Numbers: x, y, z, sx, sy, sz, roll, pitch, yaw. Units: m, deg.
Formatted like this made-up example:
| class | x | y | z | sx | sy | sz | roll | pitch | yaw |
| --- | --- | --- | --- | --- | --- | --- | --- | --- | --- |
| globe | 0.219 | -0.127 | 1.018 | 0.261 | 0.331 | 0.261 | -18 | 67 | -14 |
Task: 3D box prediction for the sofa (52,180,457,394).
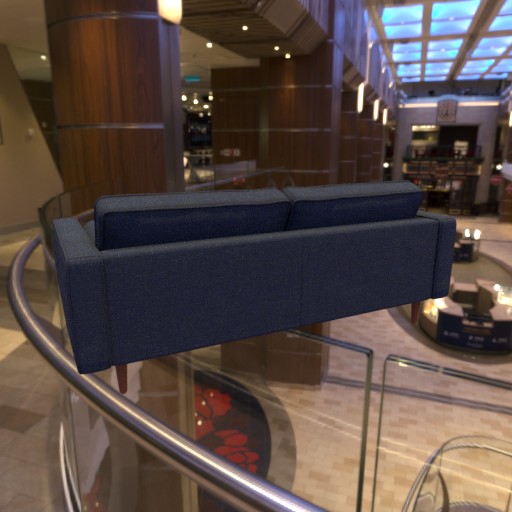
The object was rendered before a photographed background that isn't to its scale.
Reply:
| class | x | y | z | sx | sy | sz | roll | pitch | yaw |
| --- | --- | --- | --- | --- | --- | --- | --- | --- | --- |
| sofa | 0.000 | 0.000 | 2.305 | 1.880 | 0.762 | 0.914 | -7 | 16 | -26 |
